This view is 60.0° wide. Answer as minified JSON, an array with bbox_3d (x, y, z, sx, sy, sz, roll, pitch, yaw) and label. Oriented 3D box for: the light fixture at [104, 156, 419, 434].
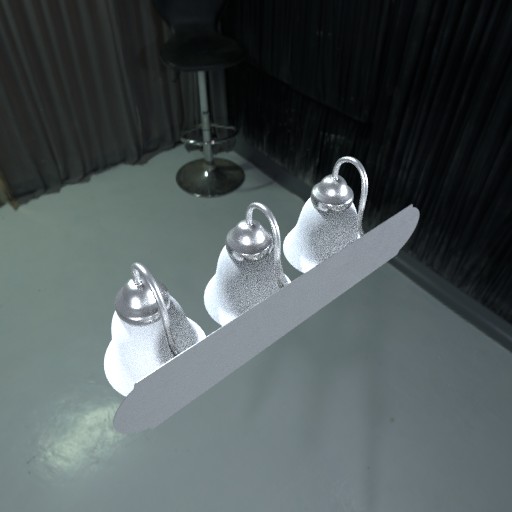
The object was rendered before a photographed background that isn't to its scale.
[{"bbox_3d":[0.000,0.000,0.711,0.610,0.222,0.199,-30,52,-27],"label":"light fixture"}]
